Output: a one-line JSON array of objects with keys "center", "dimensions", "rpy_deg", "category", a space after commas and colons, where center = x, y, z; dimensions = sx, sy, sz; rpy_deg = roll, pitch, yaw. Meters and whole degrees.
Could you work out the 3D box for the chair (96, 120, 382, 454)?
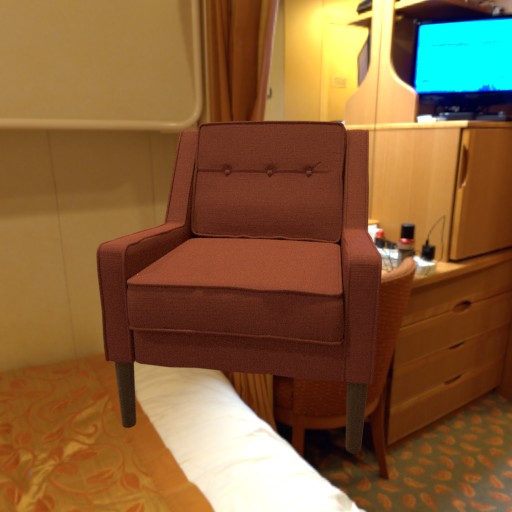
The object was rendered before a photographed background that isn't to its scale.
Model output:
[{"center": [0.000, 0.000, 1.354], "dimensions": [0.680, 0.812, 0.770], "rpy_deg": [2, 15, 9], "category": "chair"}]
